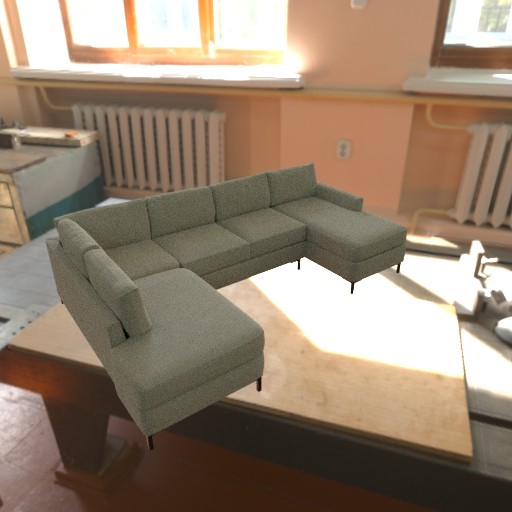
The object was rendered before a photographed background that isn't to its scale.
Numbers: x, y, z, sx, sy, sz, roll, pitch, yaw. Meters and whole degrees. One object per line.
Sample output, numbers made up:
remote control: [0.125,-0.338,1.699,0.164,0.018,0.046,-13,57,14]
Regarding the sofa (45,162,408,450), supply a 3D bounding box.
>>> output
sofa: [0.000,0.000,3.811,2.984,0.862,1.989,-19,32,-32]
